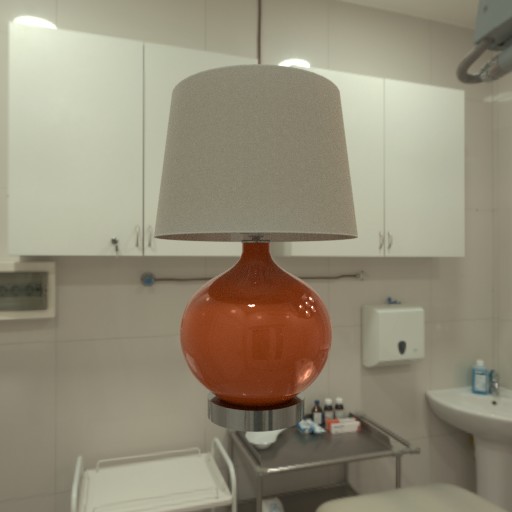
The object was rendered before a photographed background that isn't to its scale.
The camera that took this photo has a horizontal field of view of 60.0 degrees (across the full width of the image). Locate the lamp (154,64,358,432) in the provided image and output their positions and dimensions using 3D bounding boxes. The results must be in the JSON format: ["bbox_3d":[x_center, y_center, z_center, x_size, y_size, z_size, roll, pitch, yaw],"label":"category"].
[{"bbox_3d":[0.000,0.000,0.548,0.247,0.387,0.247,0,0,0],"label":"lamp"}]
